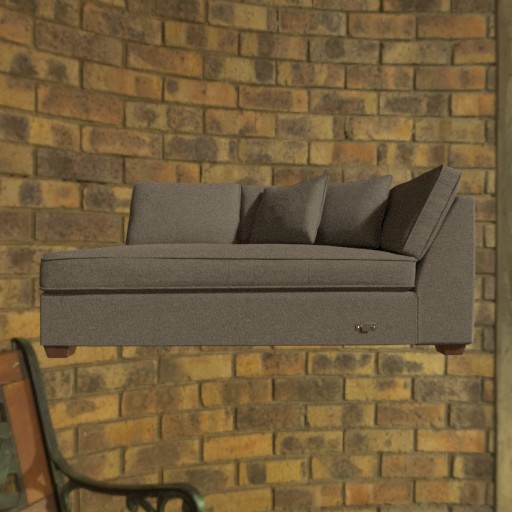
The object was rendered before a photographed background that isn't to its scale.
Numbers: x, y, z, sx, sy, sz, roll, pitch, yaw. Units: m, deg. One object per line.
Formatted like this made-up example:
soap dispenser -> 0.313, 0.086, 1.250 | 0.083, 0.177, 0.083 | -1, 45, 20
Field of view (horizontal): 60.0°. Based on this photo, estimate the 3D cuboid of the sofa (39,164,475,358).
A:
sofa -> 0.000, 0.000, 2.751 | 2.237, 1.033, 1.110 | 0, 0, -1
